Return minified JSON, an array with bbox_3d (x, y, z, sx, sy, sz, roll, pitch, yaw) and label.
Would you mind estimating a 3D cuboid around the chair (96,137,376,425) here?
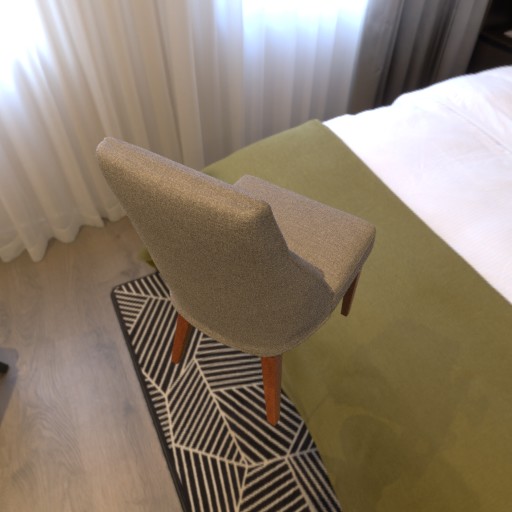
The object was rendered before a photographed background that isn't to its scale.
[{"bbox_3d":[0.000,0.000,1.256,0.500,0.930,0.620,25,52,22],"label":"chair"}]
